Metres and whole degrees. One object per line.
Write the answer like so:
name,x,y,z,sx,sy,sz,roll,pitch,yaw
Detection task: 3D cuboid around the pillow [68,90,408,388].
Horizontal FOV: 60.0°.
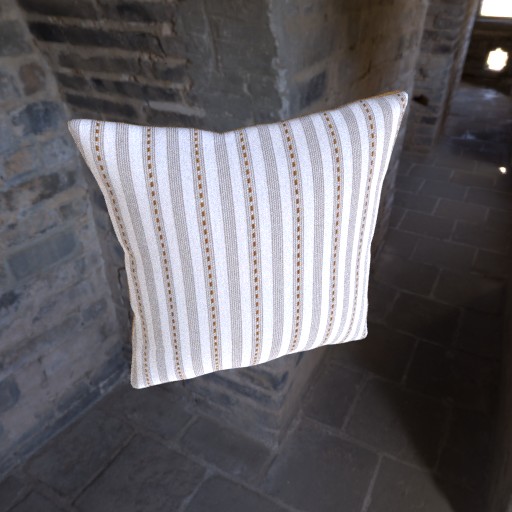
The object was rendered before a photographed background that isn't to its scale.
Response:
pillow,0.000,0.000,0.651,0.432,0.437,0.147,-10,33,-15
